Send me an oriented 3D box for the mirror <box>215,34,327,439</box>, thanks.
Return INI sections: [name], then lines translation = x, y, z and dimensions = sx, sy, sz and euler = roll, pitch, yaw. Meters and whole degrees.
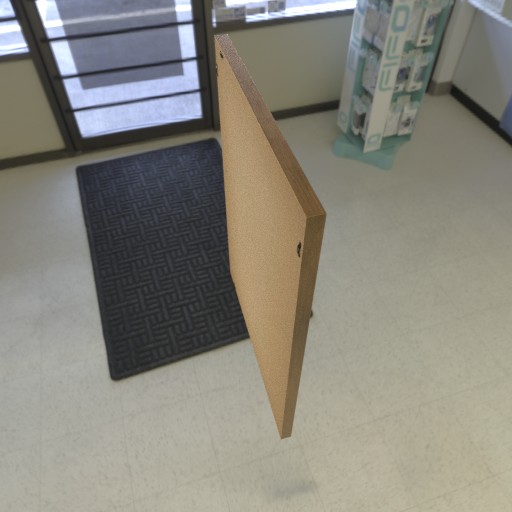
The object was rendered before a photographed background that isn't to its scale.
[mirror]
translation = 0.000, 0.000, 1.361
dimensions = 0.041, 1.016, 0.762
euler = -11, 49, -10
